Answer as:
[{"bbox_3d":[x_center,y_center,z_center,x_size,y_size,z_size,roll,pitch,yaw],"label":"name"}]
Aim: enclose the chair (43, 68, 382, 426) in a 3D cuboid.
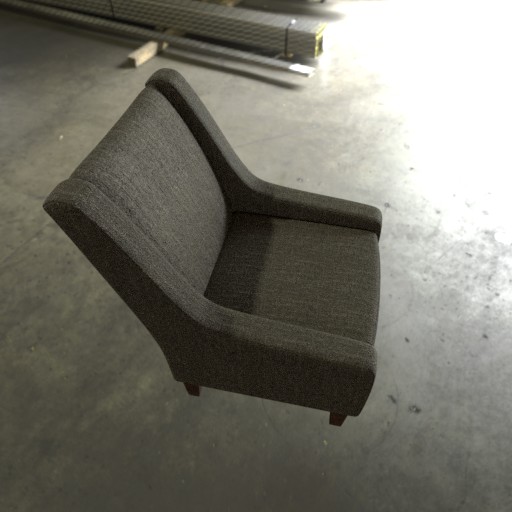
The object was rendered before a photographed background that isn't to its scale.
[{"bbox_3d":[0.000,0.000,1.650,0.944,1.012,0.793,9,47,8],"label":"chair"}]
